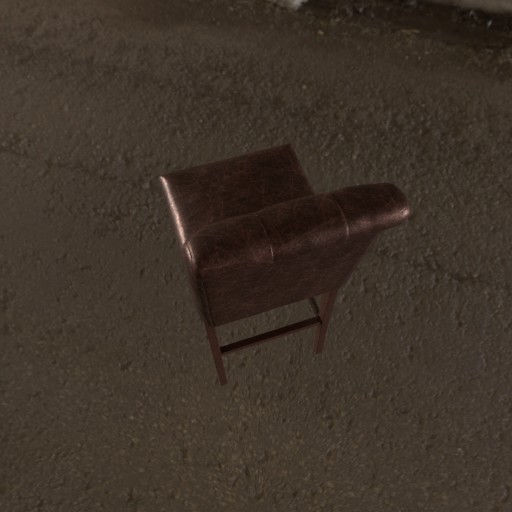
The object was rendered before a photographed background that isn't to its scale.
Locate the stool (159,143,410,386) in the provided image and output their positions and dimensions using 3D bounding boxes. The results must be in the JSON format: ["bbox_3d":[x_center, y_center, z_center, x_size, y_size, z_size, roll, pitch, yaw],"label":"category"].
[{"bbox_3d":[0.000,0.000,1.494,0.483,1.168,0.659,-16,61,-9],"label":"stool"}]
